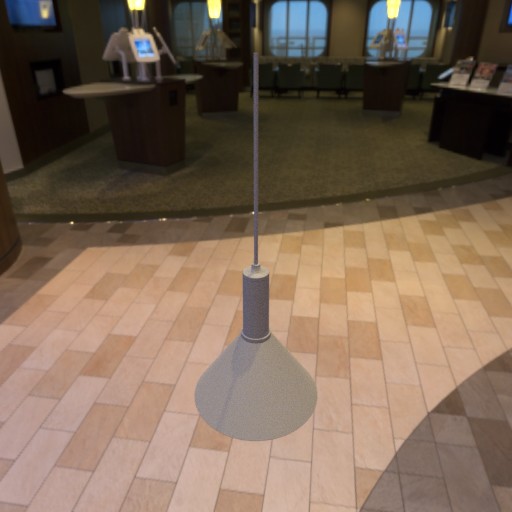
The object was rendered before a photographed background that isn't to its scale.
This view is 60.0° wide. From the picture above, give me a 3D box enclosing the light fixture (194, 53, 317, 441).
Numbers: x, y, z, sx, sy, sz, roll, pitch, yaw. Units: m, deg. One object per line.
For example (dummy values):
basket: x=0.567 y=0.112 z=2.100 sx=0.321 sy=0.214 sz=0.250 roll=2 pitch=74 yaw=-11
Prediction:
light fixture: x=0.000 y=0.000 z=0.819 sx=0.267 sy=0.683 sz=0.267 roll=-19 pitch=33 yaw=-33
